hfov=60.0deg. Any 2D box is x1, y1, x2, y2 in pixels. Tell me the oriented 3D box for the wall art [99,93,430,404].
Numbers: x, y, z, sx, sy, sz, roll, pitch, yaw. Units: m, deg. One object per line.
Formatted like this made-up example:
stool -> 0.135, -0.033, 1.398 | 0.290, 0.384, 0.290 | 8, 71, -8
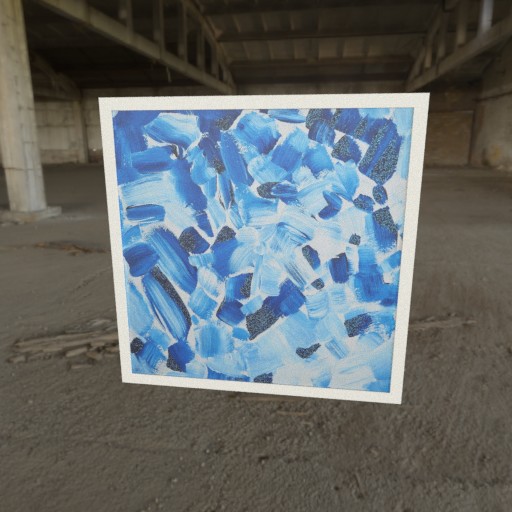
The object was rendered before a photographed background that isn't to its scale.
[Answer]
wall art -> 0.000, 0.000, 0.967 | 0.660, 0.660, 0.015 | 2, 15, 8
